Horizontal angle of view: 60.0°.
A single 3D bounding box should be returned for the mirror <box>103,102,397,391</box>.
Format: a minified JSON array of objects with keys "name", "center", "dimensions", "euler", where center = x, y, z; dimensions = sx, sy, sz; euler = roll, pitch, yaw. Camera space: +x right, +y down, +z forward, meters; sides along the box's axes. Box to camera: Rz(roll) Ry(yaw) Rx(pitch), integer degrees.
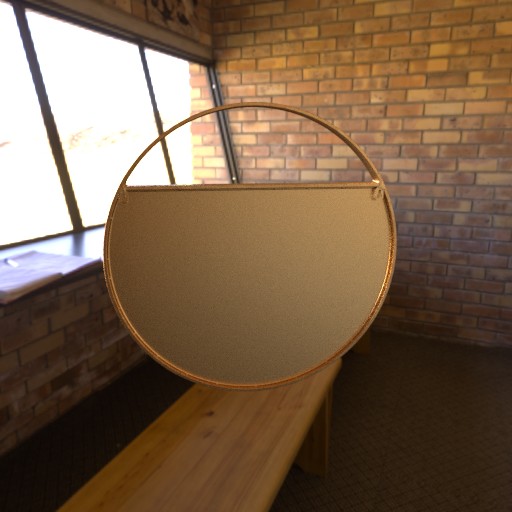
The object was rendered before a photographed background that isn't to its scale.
[{"name":"mirror","center":[0.000,0.000,0.861],"dimensions":[0.565,0.565,0.032],"euler":[-2,14,-9]}]
